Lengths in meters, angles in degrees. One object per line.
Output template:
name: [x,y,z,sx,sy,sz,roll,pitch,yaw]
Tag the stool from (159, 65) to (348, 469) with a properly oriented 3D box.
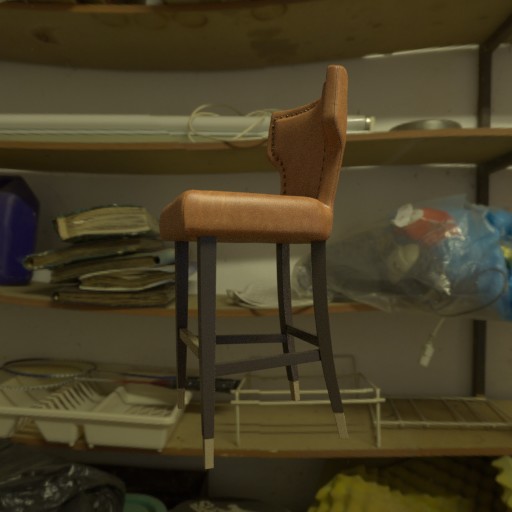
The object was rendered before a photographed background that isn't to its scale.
stool: [0.000,0.000,1.429,0.563,1.092,0.526,0,0,-18]
